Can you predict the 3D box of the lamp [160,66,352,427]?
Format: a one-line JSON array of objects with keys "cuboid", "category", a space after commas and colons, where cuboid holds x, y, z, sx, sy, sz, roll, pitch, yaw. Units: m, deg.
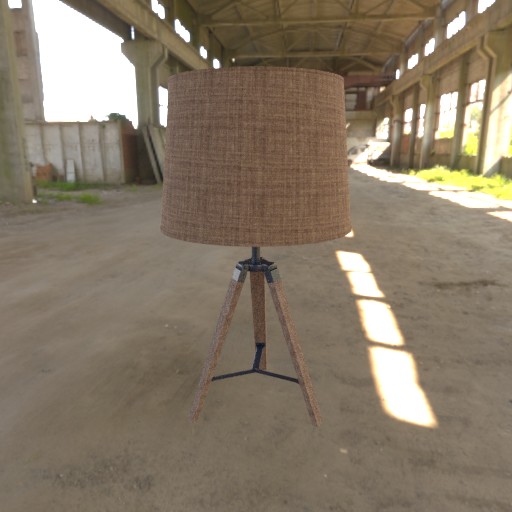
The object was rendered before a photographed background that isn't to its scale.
[{"cuboid": [0.000, 0.000, 0.696, 0.290, 0.514, 0.290, 0, 14, 0], "category": "lamp"}]
